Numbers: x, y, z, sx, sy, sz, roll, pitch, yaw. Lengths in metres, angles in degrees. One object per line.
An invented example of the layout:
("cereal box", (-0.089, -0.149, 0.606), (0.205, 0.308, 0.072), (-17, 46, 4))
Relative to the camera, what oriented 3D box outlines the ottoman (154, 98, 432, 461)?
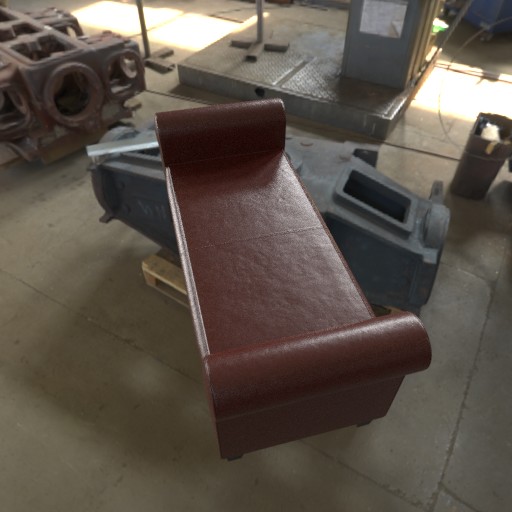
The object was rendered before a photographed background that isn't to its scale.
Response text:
("ottoman", (0.000, 0.000, 1.540), (0.521, 0.547, 1.256), (-10, 47, -10))
